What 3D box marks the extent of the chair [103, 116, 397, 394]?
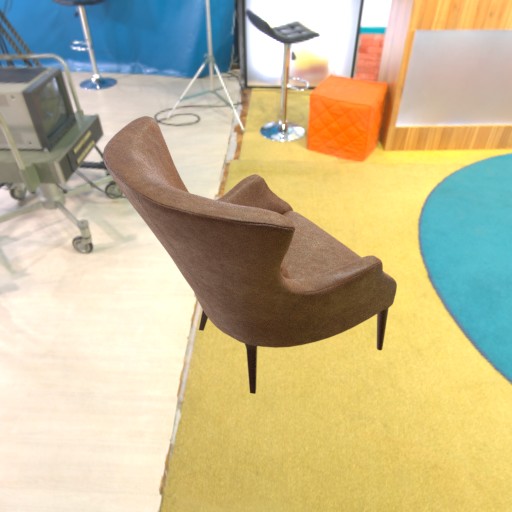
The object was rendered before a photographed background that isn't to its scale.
[{"bbox_3d":[0.000,0.000,1.780,0.955,1.067,0.846,-25,46,-27],"label":"chair"}]
